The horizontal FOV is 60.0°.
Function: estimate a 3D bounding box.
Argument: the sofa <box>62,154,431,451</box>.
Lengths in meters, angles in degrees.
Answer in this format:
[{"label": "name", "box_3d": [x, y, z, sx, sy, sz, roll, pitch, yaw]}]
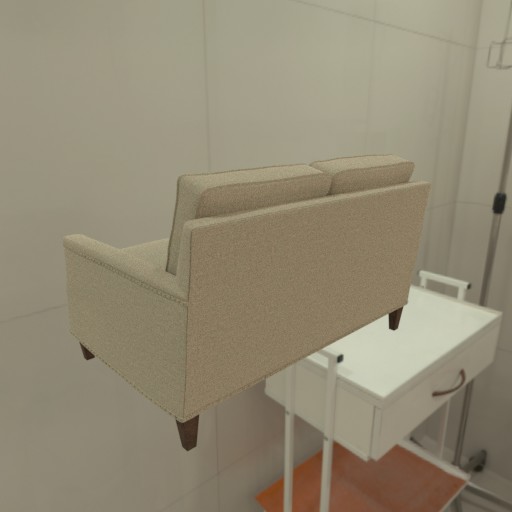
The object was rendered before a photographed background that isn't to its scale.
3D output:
[{"label": "sofa", "box_3d": [0.000, 0.000, 2.264, 1.597, 1.003, 1.084, -15, 23, -41]}]
